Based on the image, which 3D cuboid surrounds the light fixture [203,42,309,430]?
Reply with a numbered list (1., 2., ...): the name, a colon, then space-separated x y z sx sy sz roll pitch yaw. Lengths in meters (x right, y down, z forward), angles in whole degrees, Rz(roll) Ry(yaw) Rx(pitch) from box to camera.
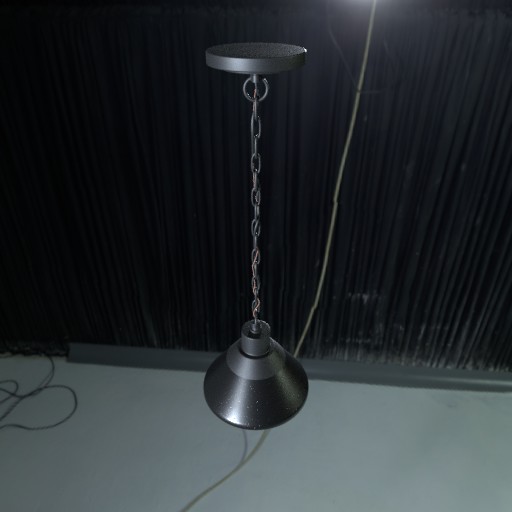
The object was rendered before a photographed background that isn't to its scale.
1. light fixture: 0.000 0.000 0.690 0.201 0.588 0.201 0 33 0
